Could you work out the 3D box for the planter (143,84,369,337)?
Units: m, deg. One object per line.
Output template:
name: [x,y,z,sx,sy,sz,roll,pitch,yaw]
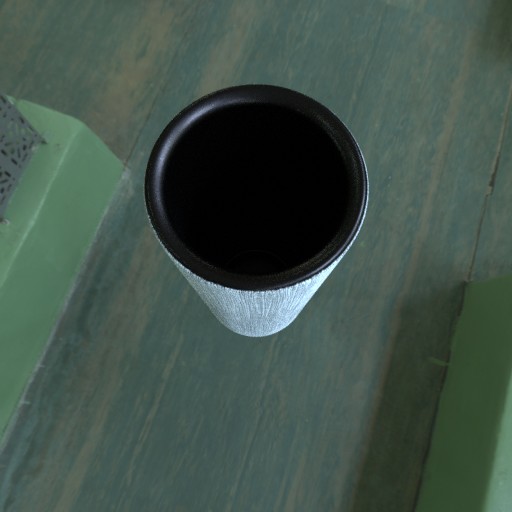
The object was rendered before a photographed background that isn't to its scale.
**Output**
planter: [0.000,0.000,0.325,0.100,0.270,0.100,17,76,4]
